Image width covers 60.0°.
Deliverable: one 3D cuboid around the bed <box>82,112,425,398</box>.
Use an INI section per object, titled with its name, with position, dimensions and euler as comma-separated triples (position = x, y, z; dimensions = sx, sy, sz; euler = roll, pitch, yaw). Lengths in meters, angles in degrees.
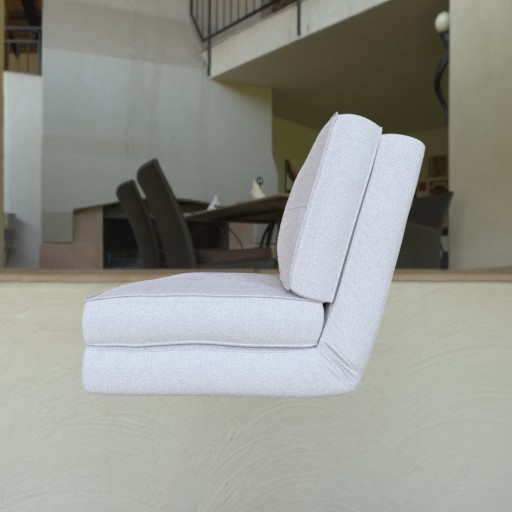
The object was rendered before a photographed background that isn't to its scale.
[bed]
position = 0.000, 0.000, 1.322
dimensions = 0.749, 0.614, 0.799
euler = 0, 0, 2
